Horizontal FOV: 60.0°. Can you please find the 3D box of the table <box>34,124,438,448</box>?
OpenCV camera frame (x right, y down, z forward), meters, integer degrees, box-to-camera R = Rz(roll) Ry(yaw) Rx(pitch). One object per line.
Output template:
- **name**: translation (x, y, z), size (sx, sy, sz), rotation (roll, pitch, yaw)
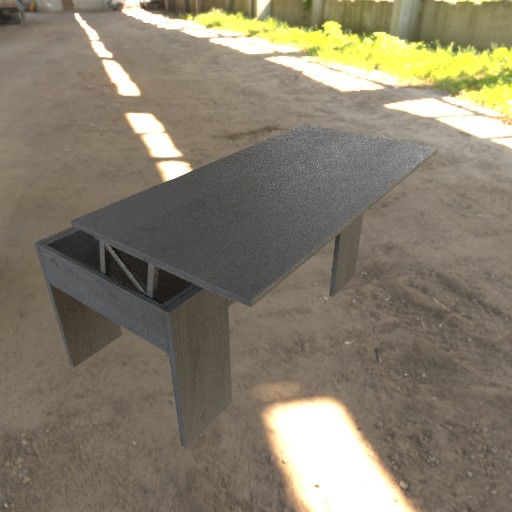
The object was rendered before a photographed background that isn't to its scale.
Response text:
- **table**: translation (0.000, 0.000, 1.396), size (0.711, 0.570, 1.000), rotation (21, 37, 30)
